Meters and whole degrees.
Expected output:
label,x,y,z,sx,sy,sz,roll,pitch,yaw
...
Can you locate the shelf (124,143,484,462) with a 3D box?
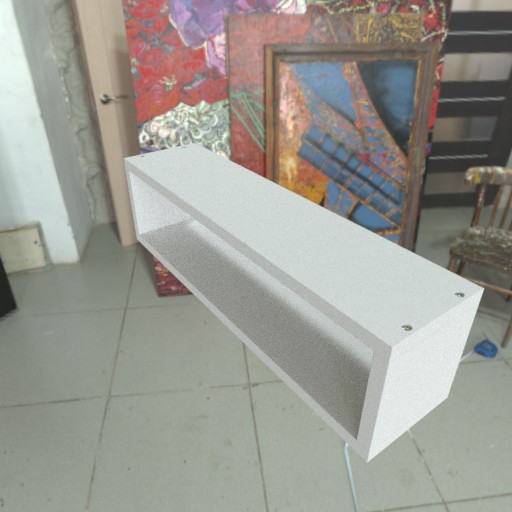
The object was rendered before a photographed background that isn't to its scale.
label,x,y,z,sx,sy,sz,roll,pitch,yaw
shelf,0.000,0.000,0.684,0.150,0.170,0.610,-21,38,-30
